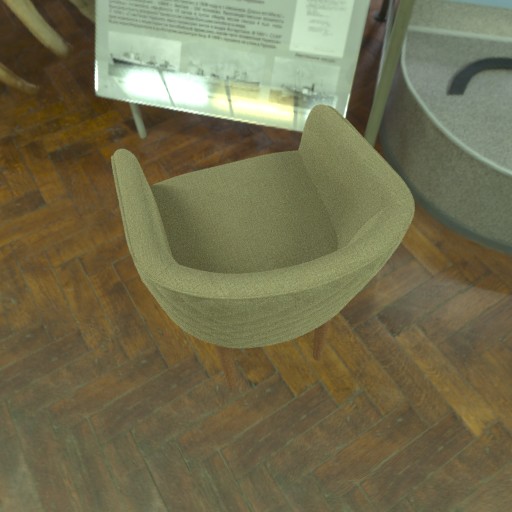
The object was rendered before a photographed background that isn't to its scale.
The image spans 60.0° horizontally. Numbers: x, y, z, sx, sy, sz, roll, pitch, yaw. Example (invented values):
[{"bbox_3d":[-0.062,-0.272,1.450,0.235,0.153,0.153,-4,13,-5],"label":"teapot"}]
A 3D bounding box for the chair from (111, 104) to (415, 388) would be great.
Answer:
[{"bbox_3d":[0.000,0.000,1.192,0.584,0.775,0.616,-15,60,-9],"label":"chair"}]
